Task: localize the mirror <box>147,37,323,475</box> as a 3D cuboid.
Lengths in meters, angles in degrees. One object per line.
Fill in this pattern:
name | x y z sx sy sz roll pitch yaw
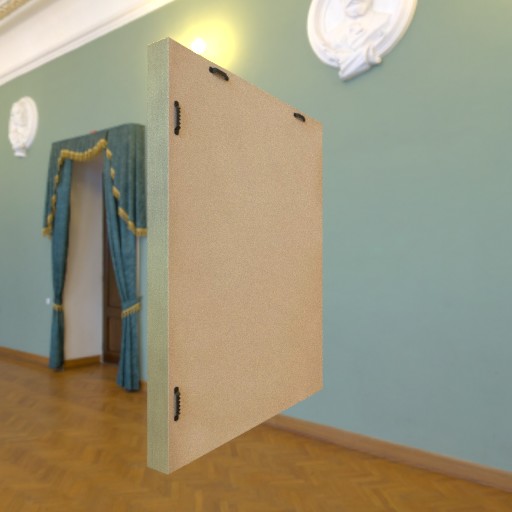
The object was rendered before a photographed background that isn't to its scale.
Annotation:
mirror | 0.000 0.000 0.690 0.041 0.509 0.406 0 0 34
